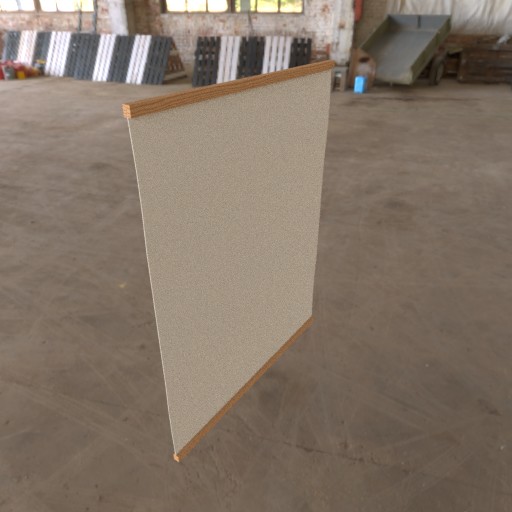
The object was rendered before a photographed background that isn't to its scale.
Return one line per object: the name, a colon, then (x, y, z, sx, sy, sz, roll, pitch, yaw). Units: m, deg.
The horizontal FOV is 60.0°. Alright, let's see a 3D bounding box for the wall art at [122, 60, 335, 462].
wall art: (0.000, 0.000, 0.668, 0.010, 0.507, 0.404, 20, 36, 30)
